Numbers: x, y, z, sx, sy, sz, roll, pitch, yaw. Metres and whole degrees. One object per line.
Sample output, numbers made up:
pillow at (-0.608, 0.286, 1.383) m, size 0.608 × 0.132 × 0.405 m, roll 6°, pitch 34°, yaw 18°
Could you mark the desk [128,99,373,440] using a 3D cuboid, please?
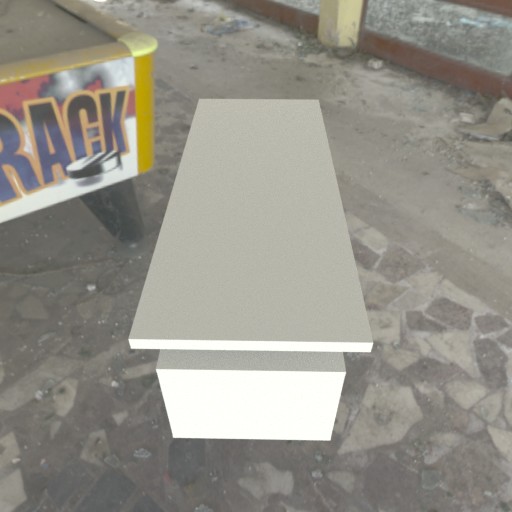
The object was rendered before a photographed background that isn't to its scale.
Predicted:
desk at (0.000, 0.000, 1.919) m, size 0.603 × 0.773 × 1.530 m, roll 1°, pitch 41°, yaw 1°
